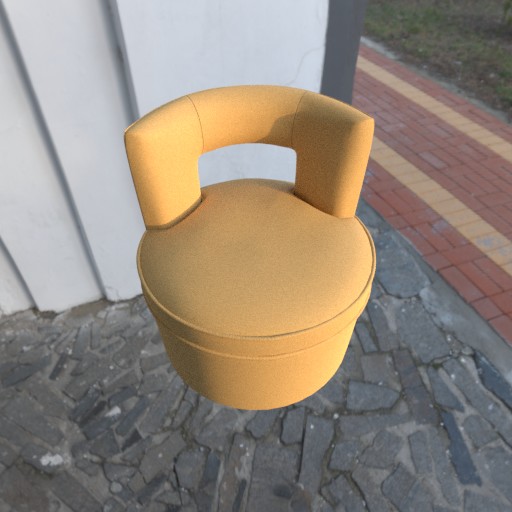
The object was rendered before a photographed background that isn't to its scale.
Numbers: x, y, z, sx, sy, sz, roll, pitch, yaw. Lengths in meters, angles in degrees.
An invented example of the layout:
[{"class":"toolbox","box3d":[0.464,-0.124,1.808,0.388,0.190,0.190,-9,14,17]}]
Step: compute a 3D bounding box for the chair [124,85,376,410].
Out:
[{"class":"chair","box3d":[0.000,0.000,1.254,0.650,0.723,0.665,-4,45,-5]}]
